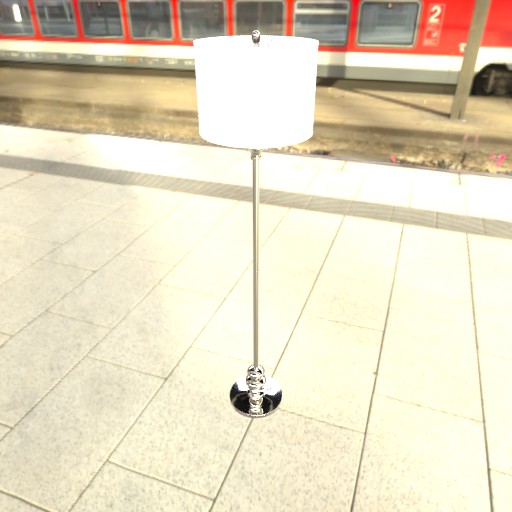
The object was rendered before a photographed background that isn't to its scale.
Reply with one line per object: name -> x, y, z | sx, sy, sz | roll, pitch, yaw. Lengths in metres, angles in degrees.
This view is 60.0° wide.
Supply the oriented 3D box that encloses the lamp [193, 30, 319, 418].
lamp -> 0.000, 0.000, 1.637 | 0.356, 1.487, 0.356 | 10, 32, 16
